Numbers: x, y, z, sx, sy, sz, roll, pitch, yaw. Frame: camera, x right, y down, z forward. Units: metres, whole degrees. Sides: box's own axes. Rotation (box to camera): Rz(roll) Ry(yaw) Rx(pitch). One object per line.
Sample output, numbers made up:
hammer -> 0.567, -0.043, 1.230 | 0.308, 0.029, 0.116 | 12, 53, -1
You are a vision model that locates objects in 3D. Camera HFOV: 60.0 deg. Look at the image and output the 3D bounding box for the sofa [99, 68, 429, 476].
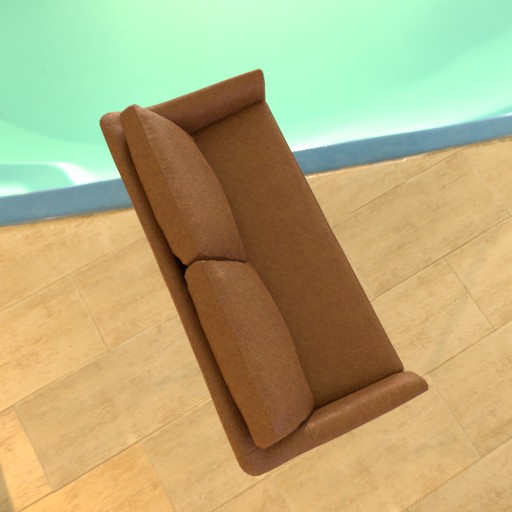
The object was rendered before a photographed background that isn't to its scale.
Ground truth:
sofa -> 0.000, 0.000, 2.485 | 0.981, 0.945, 2.036 | -24, 77, -6
